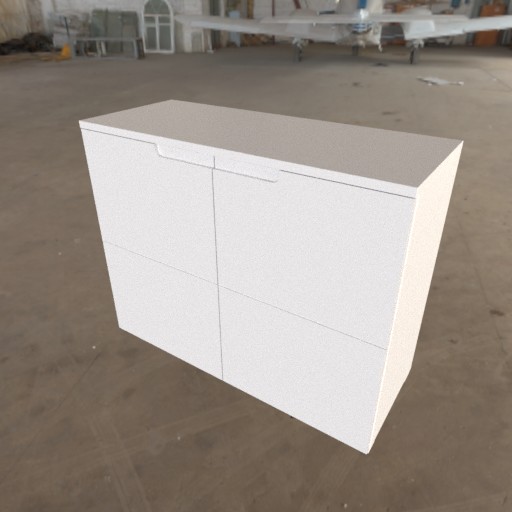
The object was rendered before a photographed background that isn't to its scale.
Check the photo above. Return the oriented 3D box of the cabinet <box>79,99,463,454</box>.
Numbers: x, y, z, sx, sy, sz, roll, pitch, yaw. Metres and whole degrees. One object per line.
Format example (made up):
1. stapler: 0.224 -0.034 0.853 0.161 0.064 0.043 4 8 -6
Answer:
1. cabinet: 0.000 0.000 1.419 1.000 0.800 0.400 18 34 29
